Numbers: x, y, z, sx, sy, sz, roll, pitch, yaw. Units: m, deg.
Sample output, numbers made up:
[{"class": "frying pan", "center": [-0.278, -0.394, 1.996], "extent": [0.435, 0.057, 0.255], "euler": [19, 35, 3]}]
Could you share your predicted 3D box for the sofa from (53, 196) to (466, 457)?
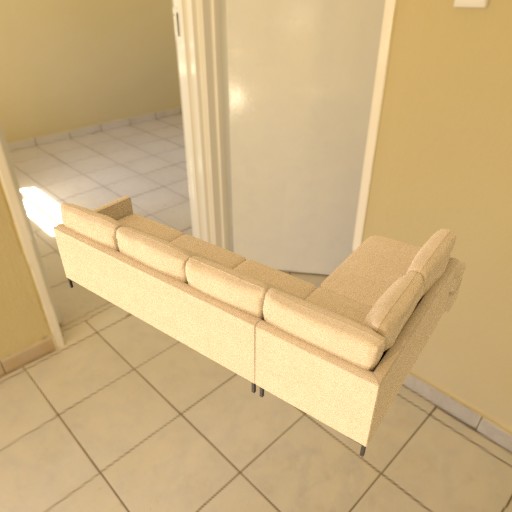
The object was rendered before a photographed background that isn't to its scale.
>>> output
[{"class": "sofa", "center": [0.000, 0.000, 4.267], "extent": [3.384, 0.996, 2.048], "euler": [21, 38, 30]}]
